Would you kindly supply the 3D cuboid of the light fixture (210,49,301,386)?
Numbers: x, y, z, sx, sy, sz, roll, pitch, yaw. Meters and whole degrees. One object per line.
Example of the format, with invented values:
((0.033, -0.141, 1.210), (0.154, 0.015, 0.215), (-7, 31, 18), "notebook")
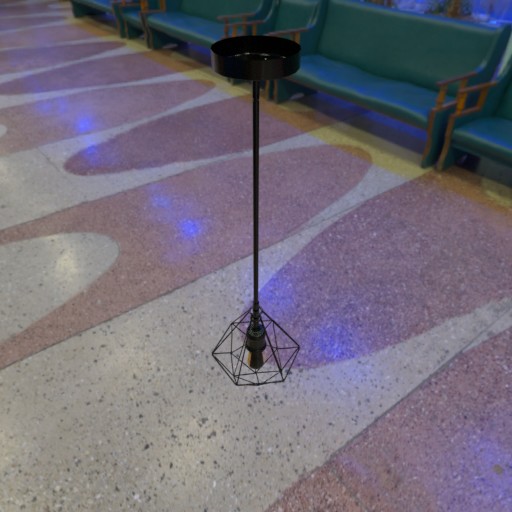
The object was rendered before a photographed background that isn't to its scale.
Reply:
((0.000, 0.000, 2.003), (0.431, 1.764, 0.487), (-25, 46, -27), "light fixture")
